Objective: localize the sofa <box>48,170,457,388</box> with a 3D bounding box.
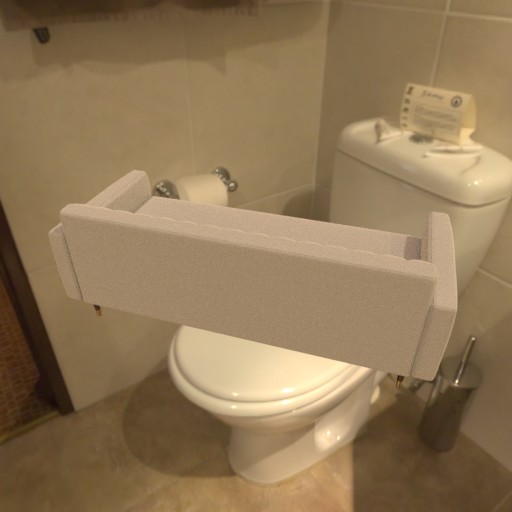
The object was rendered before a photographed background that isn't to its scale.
[{"bbox_3d":[0.000,0.000,2.795,2.291,0.821,0.990,10,36,15],"label":"sofa"}]
